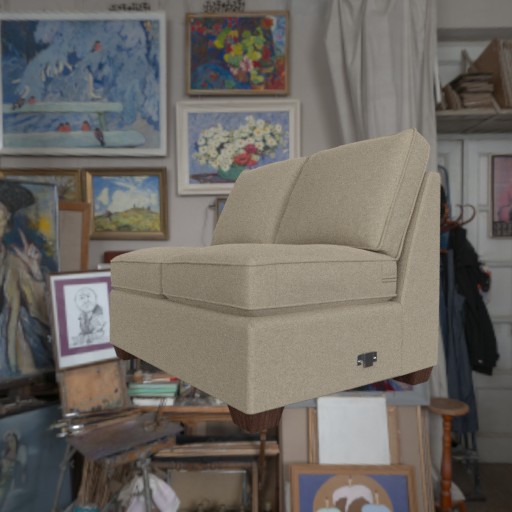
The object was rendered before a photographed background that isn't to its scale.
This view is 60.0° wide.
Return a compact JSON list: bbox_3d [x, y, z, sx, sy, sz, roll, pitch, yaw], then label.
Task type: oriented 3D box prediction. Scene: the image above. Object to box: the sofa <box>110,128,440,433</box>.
[{"bbox_3d":[0.000,0.000,1.990,0.951,1.008,1.237,-1,1,-36],"label":"sofa"}]
